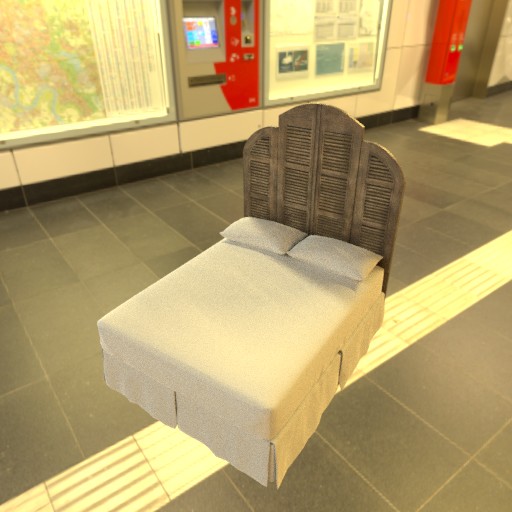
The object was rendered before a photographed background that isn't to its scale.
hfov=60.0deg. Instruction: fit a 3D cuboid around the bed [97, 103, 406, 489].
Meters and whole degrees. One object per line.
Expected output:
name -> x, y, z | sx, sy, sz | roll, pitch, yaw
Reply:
bed -> 0.000, 0.000, 3.539 | 1.713, 2.019, 2.138 | 18, 35, 29
